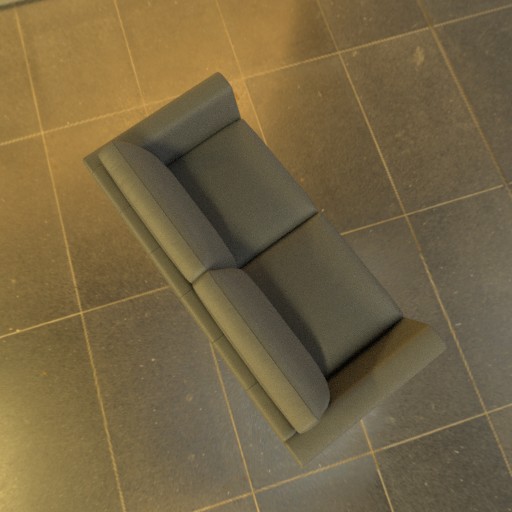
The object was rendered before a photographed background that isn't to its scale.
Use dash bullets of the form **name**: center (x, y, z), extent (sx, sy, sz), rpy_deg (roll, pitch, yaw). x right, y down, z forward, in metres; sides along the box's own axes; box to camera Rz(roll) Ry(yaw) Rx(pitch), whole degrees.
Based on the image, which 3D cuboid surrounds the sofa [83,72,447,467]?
- **sofa**: center (0.000, 0.000, 2.520), extent (0.953, 0.875, 2.017), rpy_deg (-36, 79, -8)
